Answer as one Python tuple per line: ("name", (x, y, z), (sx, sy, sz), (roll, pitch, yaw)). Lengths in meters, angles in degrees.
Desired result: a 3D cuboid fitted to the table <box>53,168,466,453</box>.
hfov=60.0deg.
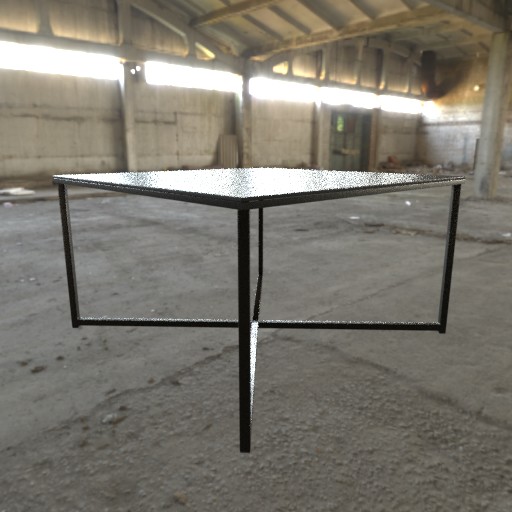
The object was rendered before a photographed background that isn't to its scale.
("table", (0.000, 0.000, 1.263), (0.800, 0.450, 0.800), (-12, 18, -41))
